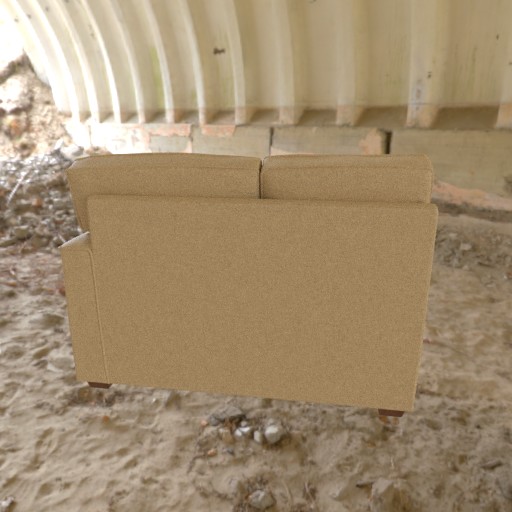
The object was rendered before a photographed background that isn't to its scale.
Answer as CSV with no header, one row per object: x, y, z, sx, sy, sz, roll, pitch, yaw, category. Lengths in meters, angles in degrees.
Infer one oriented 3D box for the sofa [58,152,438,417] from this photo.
0.000,0.000,2.071,1.388,0.989,0.991,3,17,9,sofa
